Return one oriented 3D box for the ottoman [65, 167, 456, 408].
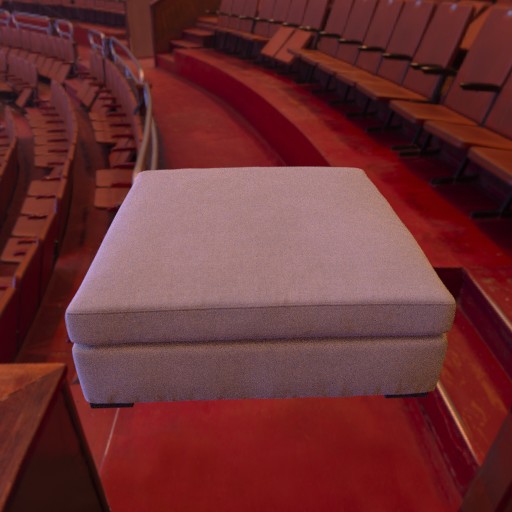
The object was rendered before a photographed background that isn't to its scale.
[{"bbox_3d":[0.000,0.000,1.842,1.203,0.517,1.171,-1,31,-2],"label":"ottoman"}]
